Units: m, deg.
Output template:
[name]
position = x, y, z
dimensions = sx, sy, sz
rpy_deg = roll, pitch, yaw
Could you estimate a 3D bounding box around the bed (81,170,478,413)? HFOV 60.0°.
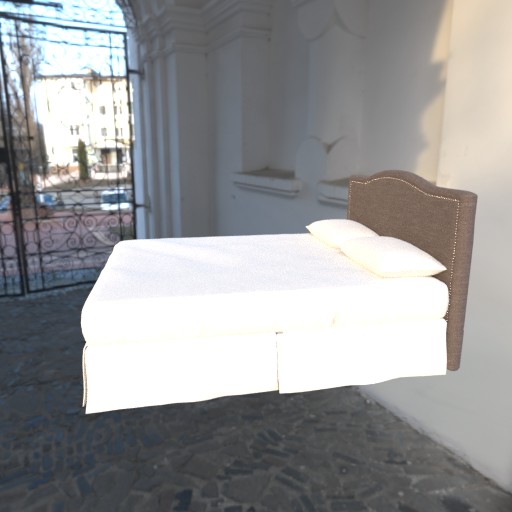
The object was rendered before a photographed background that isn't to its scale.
[bed]
position = 0.000, 0.000, 3.883
dimensions = 2.689, 1.457, 2.161
rpy_deg = -3, 14, -10
